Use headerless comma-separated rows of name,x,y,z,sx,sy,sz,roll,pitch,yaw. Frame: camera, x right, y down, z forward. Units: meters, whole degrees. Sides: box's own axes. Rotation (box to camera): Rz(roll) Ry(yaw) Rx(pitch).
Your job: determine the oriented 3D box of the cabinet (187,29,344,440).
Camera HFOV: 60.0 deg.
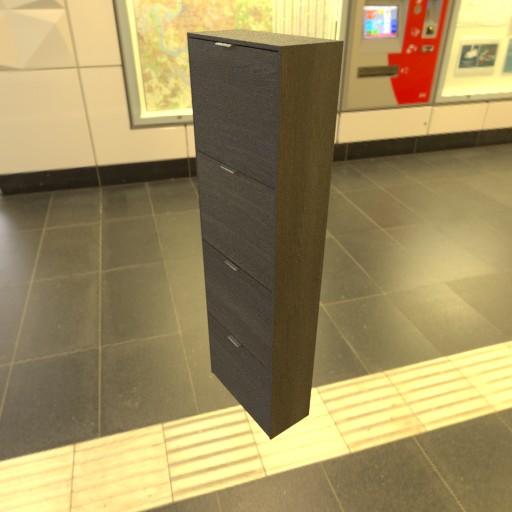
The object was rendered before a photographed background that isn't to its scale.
cabinet,0.000,0.000,1.829,0.255,1.630,0.520,-21,37,-30
